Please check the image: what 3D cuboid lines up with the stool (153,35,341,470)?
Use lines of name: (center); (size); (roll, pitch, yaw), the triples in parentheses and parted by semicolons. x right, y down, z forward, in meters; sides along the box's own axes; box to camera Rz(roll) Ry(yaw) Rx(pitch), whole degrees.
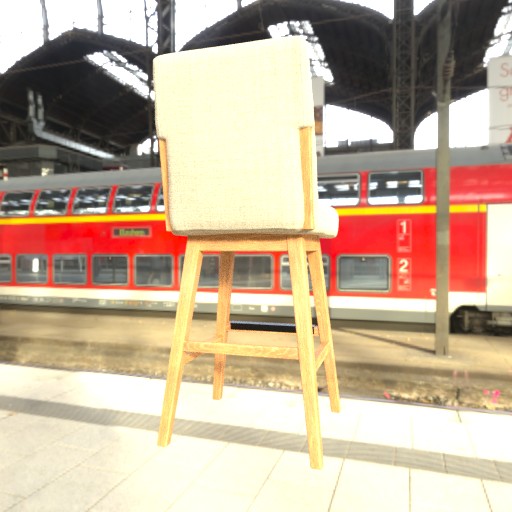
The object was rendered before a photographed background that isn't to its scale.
stool: (0.000, 0.000, 1.406); (0.483, 1.106, 0.569); (0, 1, 17)
